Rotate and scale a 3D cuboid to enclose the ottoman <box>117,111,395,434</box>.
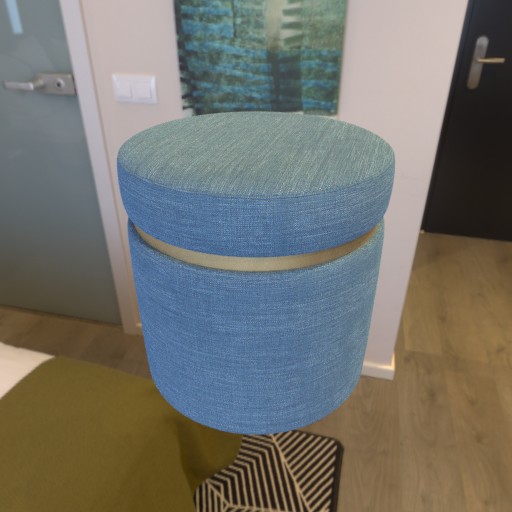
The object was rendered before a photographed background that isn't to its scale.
[{"bbox_3d":[0.000,0.000,0.738,0.398,0.406,0.398,0,31,0],"label":"ottoman"}]
